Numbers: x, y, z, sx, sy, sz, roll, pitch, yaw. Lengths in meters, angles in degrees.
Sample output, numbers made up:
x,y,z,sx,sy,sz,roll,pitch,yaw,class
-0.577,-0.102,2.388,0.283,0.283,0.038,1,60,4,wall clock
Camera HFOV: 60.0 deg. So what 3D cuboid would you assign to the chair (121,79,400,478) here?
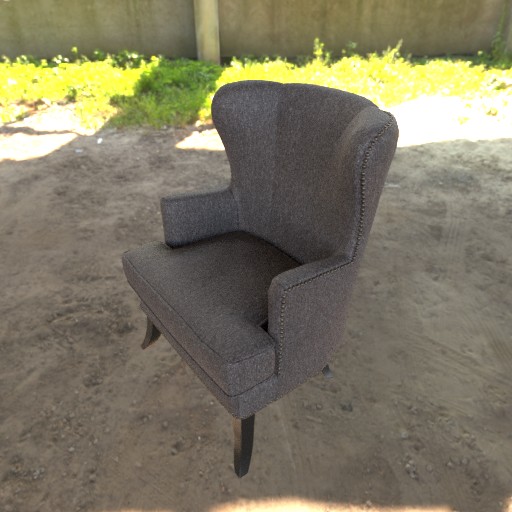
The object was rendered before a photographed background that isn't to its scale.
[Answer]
x,y,z,sx,sy,sz,roll,pitch,yaw,class
0.000,0.000,1.588,0.758,1.060,0.759,-22,38,-30,chair
